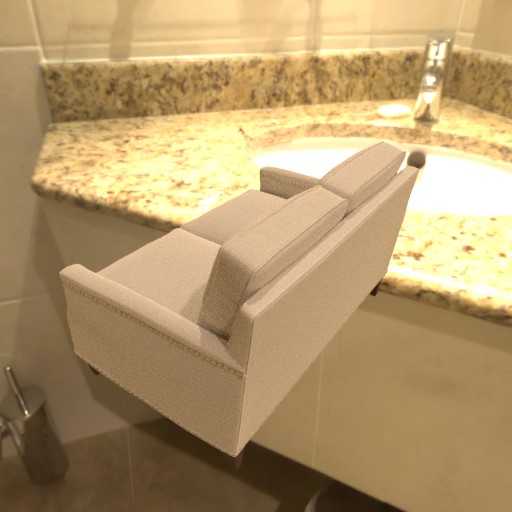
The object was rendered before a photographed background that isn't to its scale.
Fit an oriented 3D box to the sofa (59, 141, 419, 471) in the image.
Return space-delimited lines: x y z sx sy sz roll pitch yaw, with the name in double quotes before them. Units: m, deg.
"sofa" 0.000 0.000 2.262 1.084 1.003 1.597 21 38 29
